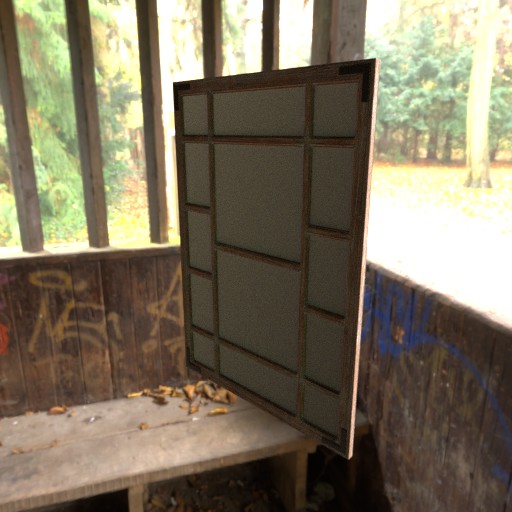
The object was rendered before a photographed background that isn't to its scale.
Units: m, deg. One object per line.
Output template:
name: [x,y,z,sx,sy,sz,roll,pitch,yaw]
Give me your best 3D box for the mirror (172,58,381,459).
mirror: [0.000,0.000,1.294,0.705,0.996,0.025,15,21,42]
